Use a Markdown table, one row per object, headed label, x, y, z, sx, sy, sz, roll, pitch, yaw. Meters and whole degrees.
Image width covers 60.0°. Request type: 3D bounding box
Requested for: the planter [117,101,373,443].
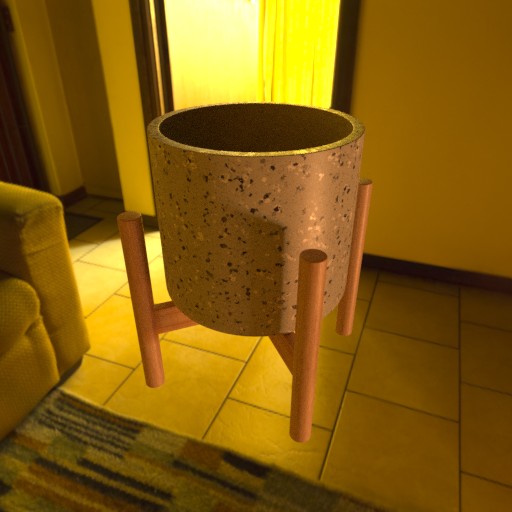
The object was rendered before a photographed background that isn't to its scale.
| label | x | y | z | sx | sy | sz | roll | pitch | yaw |
| --- | --- | --- | --- | --- | --- | --- | --- | --- | --- |
| planter | 0.000 | 0.000 | 0.542 | 0.284 | 0.320 | 0.284 | 1 | 30 | 1 |
